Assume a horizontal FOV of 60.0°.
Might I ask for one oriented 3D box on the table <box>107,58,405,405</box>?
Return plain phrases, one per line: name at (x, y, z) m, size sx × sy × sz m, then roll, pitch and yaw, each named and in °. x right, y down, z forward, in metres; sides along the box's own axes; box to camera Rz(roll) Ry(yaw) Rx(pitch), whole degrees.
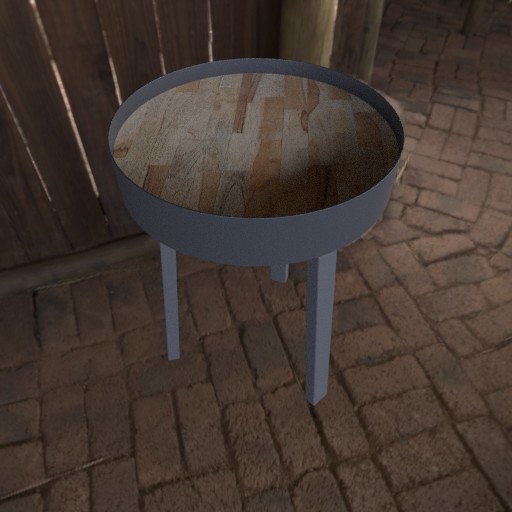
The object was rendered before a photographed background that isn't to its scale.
table at (0.000, 0.000, 0.826) m, size 0.406 × 0.559 × 0.406 m, roll 0°, pitch 47°, yaw 0°
